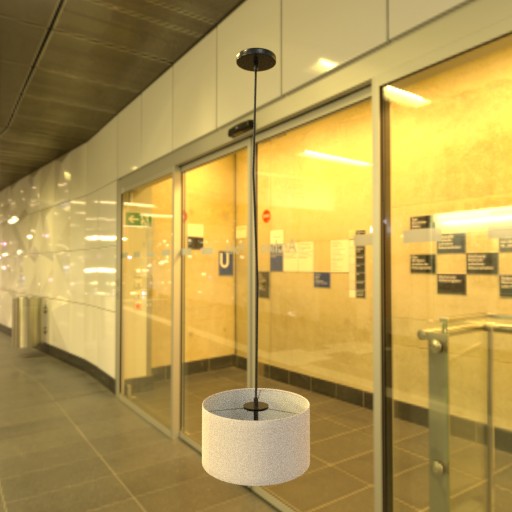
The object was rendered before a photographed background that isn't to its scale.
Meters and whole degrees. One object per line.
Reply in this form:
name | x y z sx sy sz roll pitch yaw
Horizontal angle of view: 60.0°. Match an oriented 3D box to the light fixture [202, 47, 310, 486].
light fixture | 0.000 0.000 1.669 0.399 1.516 0.399 0 -2 0
